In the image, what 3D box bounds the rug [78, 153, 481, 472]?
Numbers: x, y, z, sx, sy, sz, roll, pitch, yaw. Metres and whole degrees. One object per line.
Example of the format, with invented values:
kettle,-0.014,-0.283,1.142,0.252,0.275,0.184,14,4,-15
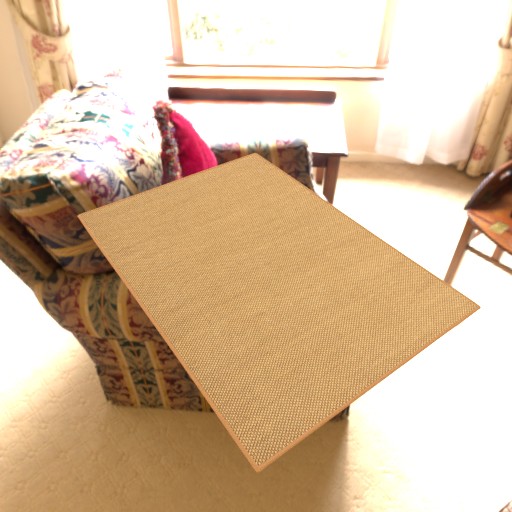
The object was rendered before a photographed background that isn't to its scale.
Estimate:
rug,0.000,0.000,2.746,1.524,0.013,2.134,-25,47,-26
